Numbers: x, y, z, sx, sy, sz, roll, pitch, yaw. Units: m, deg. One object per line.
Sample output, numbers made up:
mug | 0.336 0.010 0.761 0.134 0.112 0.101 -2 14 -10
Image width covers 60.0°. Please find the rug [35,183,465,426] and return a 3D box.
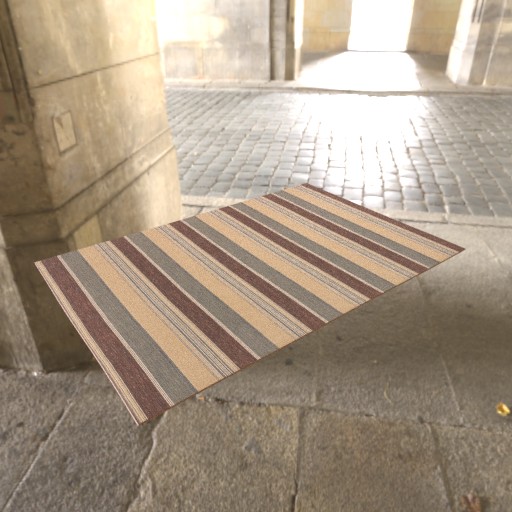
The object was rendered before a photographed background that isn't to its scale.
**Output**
rug | 0.000 0.000 2.248 1.829 0.008 1.219 -21 36 -32
